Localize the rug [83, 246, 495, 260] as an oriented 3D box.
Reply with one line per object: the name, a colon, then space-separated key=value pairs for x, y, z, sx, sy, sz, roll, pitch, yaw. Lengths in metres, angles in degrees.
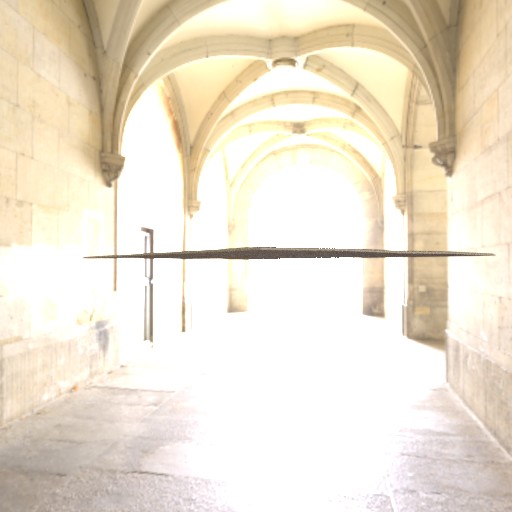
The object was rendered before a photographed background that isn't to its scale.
rug: x=0.000 y=0.000 z=3.882 sx=2.158 sy=0.024 sz=3.063 roll=1 pitch=-2 yaw=-36
